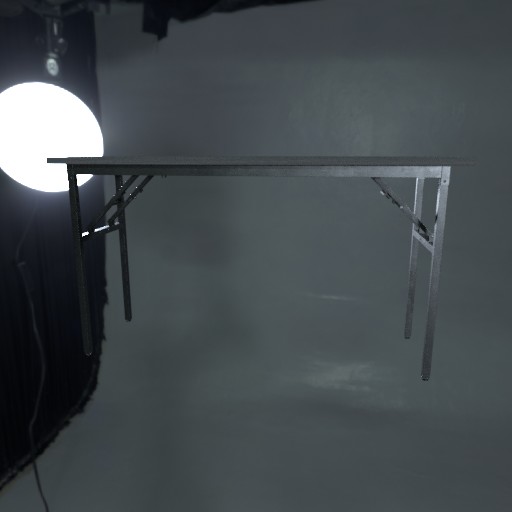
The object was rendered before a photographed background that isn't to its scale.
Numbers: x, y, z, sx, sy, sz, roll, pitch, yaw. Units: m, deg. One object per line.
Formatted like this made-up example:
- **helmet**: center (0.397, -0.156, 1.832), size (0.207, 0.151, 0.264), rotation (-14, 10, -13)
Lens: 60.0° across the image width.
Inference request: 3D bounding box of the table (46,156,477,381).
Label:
- **table**: center (0.000, 0.000, 1.715), size (1.399, 0.750, 0.449), rotation (2, 13, 9)
